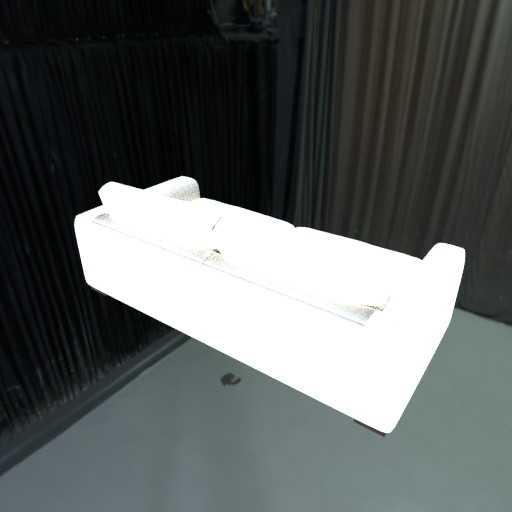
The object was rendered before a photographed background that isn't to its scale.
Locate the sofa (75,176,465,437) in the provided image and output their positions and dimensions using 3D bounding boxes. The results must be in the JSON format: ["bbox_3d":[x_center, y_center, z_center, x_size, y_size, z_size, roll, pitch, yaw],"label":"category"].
[{"bbox_3d":[0.000,0.000,2.801,2.262,0.801,1.070,19,34,31],"label":"sofa"}]
